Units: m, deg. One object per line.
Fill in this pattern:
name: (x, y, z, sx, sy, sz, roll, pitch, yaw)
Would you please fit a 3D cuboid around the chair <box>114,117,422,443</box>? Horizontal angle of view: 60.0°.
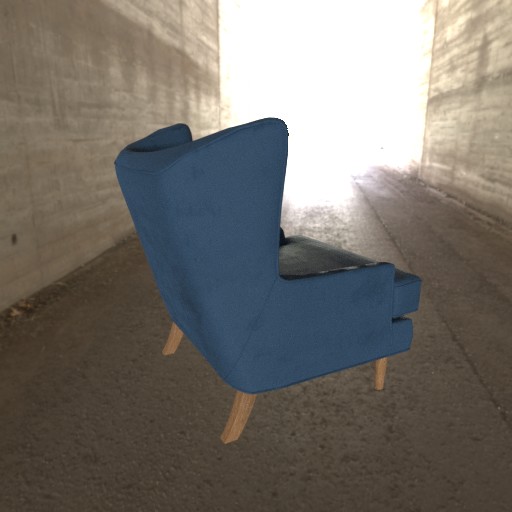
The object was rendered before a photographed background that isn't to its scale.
chair: (0.000, 0.000, 1.635, 0.910, 0.952, 0.793, -8, 17, -27)
